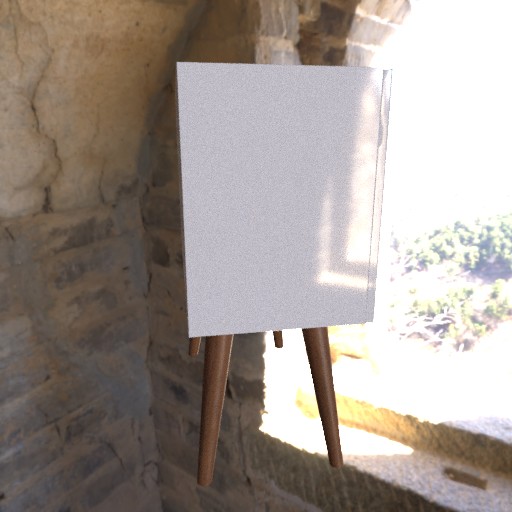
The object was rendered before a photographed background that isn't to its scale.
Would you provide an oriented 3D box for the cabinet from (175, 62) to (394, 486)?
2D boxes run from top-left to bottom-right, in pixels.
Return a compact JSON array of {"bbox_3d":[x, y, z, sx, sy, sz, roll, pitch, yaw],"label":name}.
[{"bbox_3d":[0.000,0.000,1.062,0.344,0.772,0.591,-3,16,-10],"label":"cabinet"}]
